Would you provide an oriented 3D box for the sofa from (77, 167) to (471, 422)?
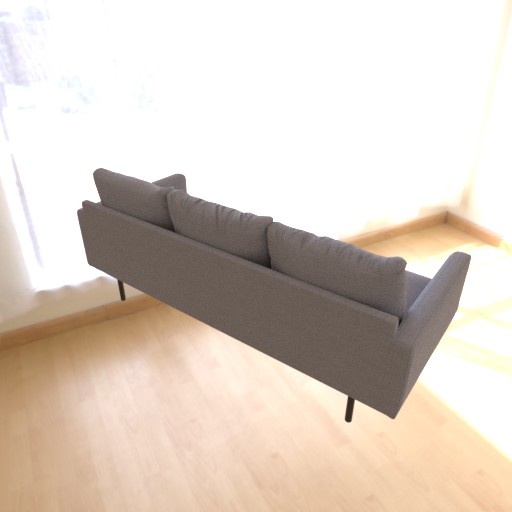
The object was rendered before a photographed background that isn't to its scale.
[{"bbox_3d":[0.000,0.000,2.435,2.000,0.830,0.850,20,35,31],"label":"sofa"}]
